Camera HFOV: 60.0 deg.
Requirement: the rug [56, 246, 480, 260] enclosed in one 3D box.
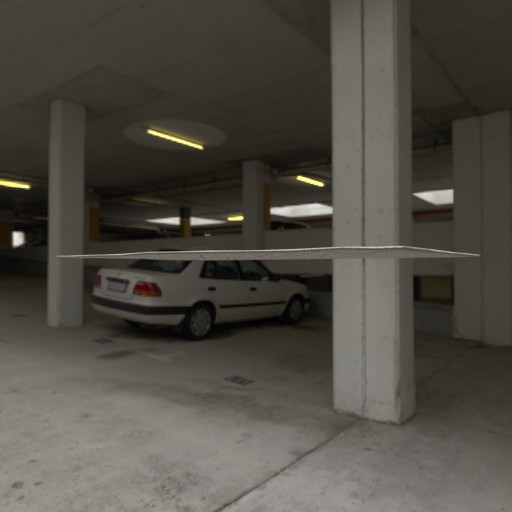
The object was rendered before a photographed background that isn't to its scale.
[{"bbox_3d":[0.000,0.000,1.043,0.869,0.008,0.511,-1,-2,37],"label":"rug"}]
